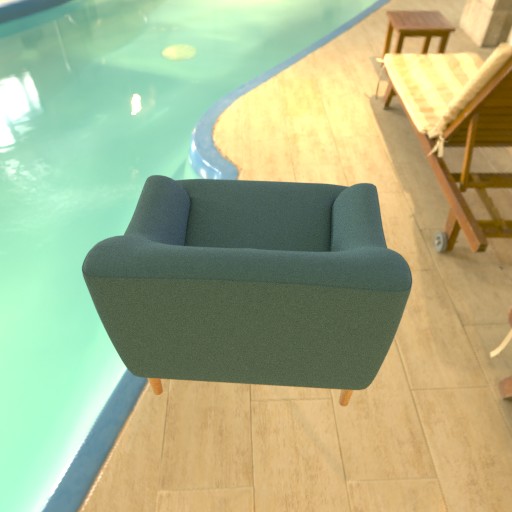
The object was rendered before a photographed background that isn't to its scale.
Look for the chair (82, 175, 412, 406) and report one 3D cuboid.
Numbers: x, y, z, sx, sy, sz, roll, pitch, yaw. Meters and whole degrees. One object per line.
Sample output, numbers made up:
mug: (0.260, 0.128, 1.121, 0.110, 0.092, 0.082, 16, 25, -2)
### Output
chair: (0.000, 0.000, 1.652, 0.946, 0.818, 0.951, 3, 45, 3)
